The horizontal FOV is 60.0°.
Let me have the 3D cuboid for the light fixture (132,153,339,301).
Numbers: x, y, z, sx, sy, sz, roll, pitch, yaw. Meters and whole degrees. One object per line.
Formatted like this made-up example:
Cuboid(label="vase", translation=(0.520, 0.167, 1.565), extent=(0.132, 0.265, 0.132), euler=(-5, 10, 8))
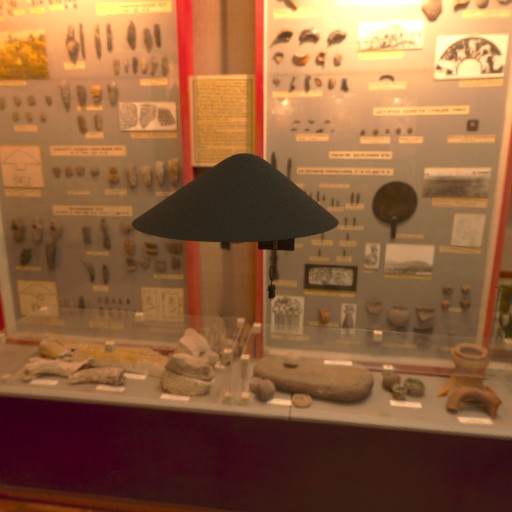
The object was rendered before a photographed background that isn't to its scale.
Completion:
Cuboid(label="light fixture", translation=(0.000, 0.000, 0.679), extent=(0.240, 0.312, 0.516), euler=(3, 15, 9))
